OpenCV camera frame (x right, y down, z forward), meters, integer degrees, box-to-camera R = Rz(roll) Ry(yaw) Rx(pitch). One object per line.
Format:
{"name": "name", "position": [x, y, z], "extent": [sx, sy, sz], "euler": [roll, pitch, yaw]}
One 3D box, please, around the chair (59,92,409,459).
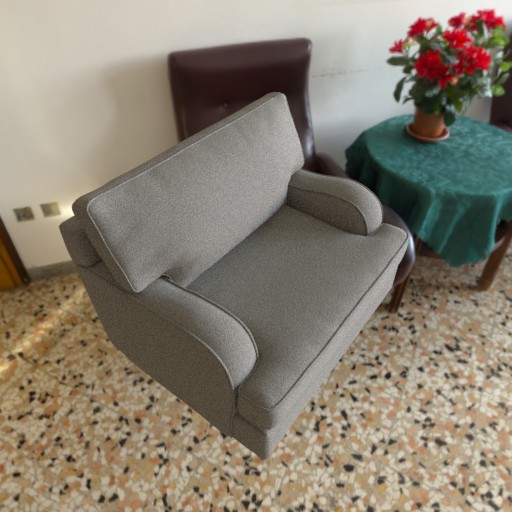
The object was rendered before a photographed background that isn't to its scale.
{"name": "chair", "position": [0.000, 0.000, 2.030], "extent": [1.040, 1.016, 1.220], "euler": [27, 49, 26]}
